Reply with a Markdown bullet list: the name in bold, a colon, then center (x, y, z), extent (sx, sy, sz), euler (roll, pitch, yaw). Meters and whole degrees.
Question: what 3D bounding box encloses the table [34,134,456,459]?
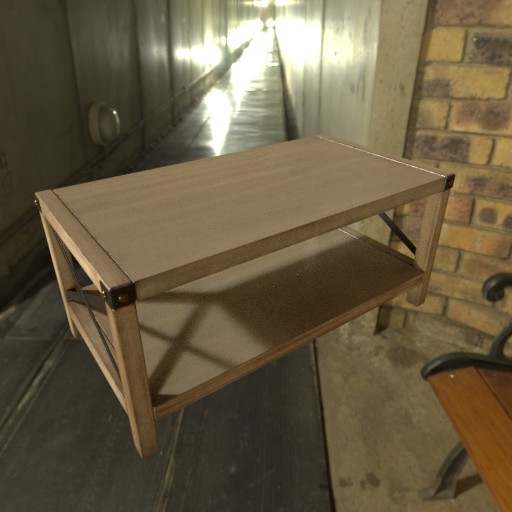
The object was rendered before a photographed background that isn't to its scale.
- **table**: center (0.000, 0.000, 1.302), extent (1.016, 0.456, 0.559), euler (-20, 35, -30)
